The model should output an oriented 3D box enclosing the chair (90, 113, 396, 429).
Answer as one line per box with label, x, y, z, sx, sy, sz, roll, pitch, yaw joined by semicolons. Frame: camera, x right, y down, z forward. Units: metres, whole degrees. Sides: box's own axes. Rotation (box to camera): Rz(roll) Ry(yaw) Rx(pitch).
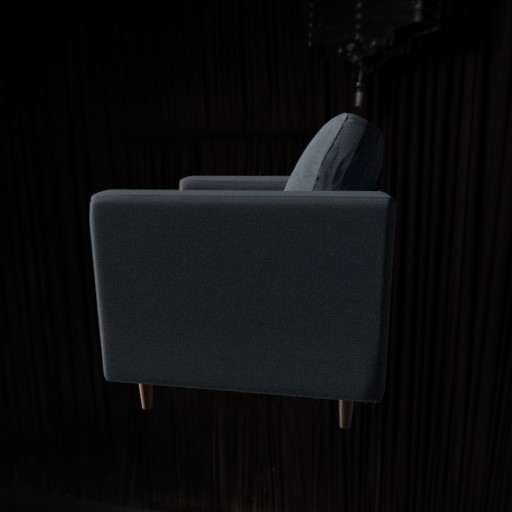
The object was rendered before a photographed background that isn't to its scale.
chair;0.000;0.000;1.550;0.820;0.922;0.855;2;13;9
